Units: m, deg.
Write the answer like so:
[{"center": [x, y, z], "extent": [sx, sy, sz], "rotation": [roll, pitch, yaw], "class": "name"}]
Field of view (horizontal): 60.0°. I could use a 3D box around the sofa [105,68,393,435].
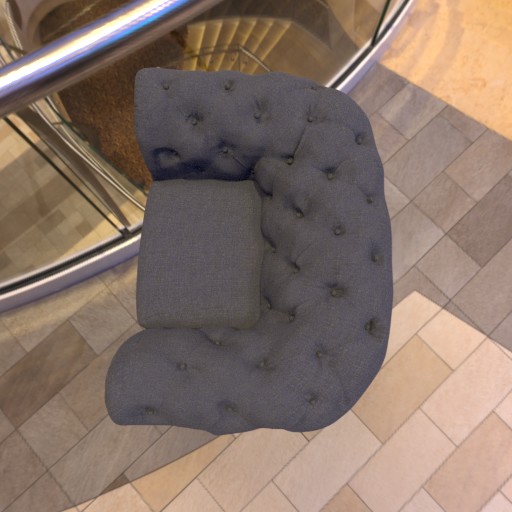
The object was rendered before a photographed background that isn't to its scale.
[{"center": [0.000, 0.000, 1.971], "extent": [1.032, 0.878, 1.405], "rotation": [1, 77, 0], "class": "sofa"}]
